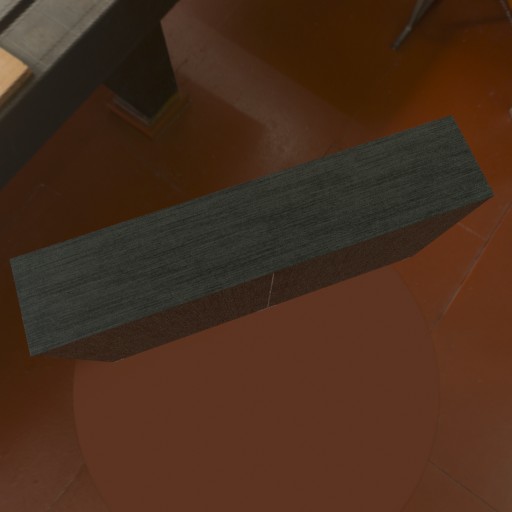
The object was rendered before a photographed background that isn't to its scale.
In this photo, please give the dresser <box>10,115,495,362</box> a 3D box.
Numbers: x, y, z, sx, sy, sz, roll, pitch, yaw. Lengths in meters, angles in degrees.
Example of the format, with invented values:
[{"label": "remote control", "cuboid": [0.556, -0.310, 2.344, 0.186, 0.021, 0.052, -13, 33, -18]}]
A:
[{"label": "dresser", "cuboid": [0.000, 0.000, 1.803, 1.535, 0.790, 0.333, -19, 76, -5]}]
